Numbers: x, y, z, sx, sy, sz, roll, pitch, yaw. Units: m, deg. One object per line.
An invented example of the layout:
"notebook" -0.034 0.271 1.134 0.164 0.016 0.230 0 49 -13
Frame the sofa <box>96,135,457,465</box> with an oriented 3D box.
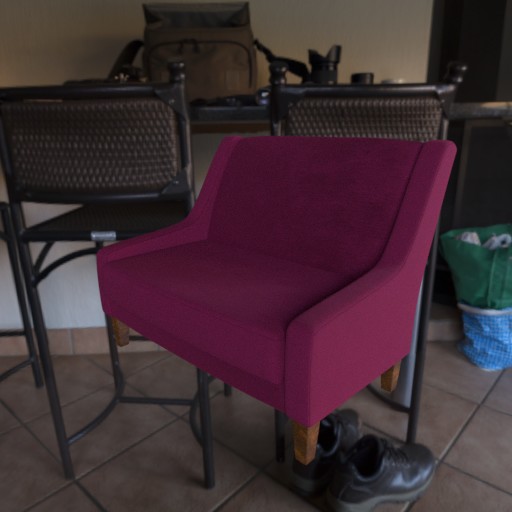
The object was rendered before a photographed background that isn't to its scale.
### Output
"sofa" 0.000 0.000 1.899 1.242 0.976 0.946 15 22 42
